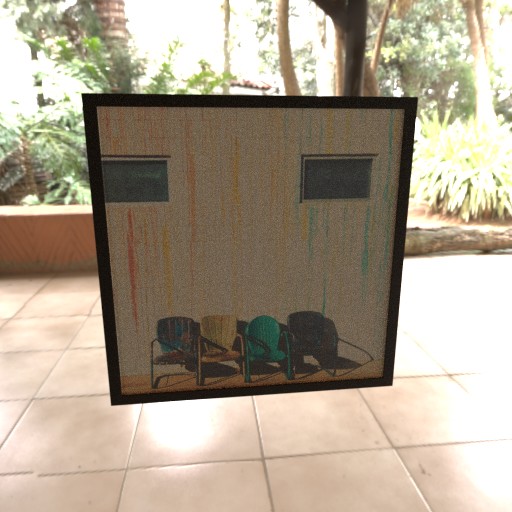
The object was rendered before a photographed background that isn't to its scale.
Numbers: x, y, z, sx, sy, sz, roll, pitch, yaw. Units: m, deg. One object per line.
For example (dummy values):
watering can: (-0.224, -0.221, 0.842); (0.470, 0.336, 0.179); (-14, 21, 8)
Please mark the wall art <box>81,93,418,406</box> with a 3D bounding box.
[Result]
wall art: (0.000, 0.000, 0.744); (0.506, 0.506, 0.037); (-2, 15, -7)
